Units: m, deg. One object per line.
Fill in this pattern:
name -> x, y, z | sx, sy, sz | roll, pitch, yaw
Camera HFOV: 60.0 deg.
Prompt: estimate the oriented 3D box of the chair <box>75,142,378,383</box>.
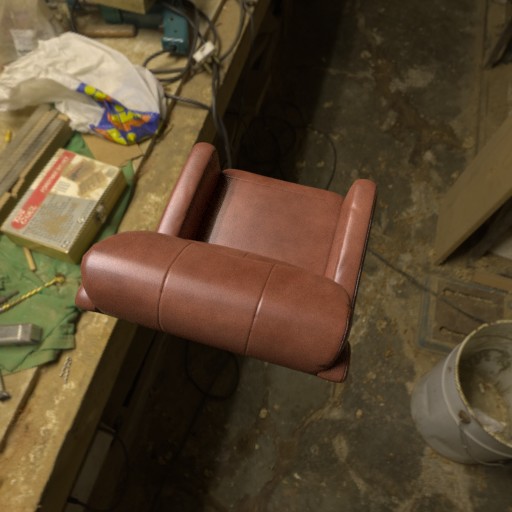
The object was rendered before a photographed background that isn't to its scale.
chair -> 0.000, 0.000, 1.655 | 0.787, 1.016, 0.939 | 15, 63, 7
